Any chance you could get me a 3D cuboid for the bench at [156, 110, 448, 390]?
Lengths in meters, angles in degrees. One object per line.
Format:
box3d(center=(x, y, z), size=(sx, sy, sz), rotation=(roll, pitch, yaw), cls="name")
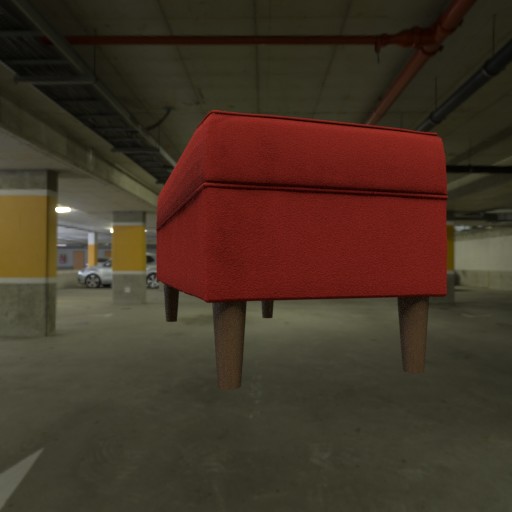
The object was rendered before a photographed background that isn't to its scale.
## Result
box3d(center=(0.000, 0.000, 1.266), size=(0.492, 0.471, 1.016), rotation=(0, -1, -17), cls="bench")
